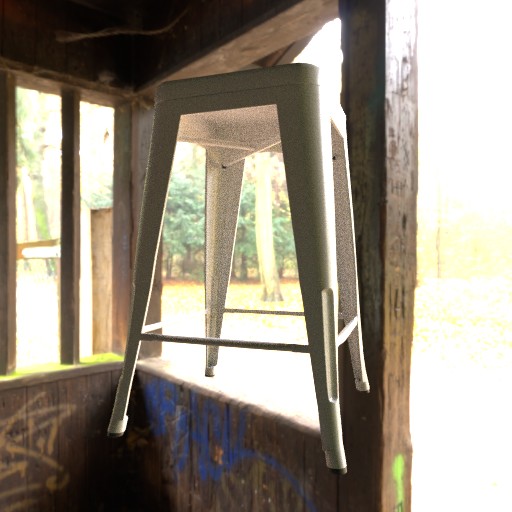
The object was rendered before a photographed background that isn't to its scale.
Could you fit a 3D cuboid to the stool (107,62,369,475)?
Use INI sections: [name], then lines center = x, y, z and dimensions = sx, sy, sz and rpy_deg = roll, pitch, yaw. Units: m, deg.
[stool]
center = 0.000, 0.000, 0.875
dimensions = 0.406, 0.610, 0.406
rpy_deg = 0, 1, 19
